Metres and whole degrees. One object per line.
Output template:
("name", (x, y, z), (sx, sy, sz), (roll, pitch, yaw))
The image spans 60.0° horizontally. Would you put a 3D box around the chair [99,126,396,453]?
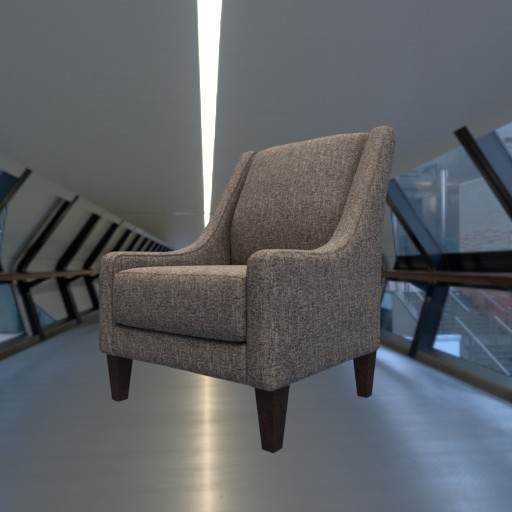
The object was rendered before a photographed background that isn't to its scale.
("chair", (0.000, 0.000, 1.644), (0.774, 1.014, 0.870), (0, 0, 38))
